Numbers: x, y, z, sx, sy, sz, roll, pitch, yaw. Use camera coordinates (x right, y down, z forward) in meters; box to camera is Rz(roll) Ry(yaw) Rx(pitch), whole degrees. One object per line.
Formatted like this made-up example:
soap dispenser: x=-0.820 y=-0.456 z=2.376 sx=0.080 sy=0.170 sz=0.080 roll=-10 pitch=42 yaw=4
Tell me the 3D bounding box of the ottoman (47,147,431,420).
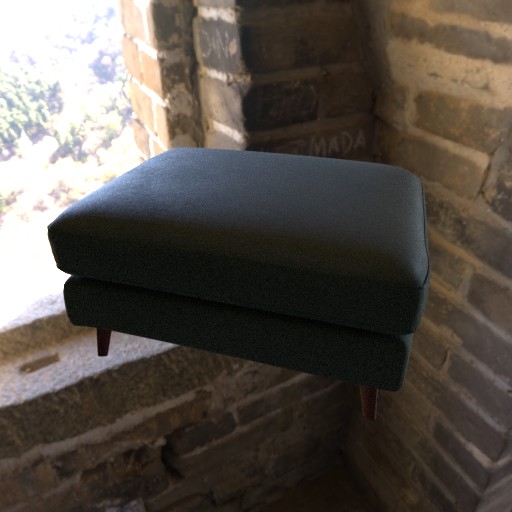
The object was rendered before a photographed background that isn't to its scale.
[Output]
ottoman: x=0.000 y=0.000 z=1.164 sx=0.811 sy=0.449 sz=0.608 roll=9 pitch=31 yaw=15
